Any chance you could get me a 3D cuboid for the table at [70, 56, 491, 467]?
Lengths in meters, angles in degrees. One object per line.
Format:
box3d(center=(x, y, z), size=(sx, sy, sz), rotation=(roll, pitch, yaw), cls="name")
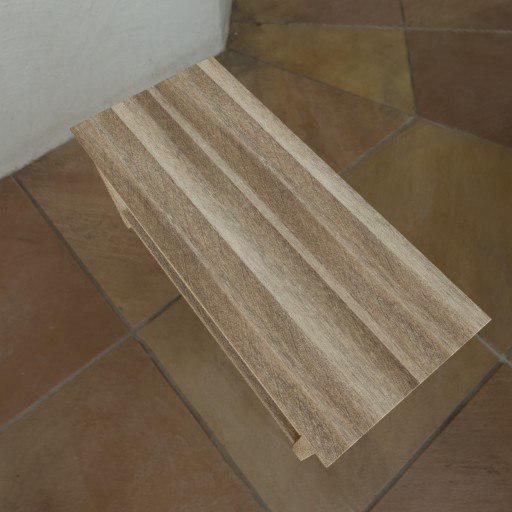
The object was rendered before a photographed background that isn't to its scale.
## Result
box3d(center=(0.000, 0.000, 1.338), size=(0.493, 0.480, 1.095), rotation=(-34, 68, -16), cls="table")
